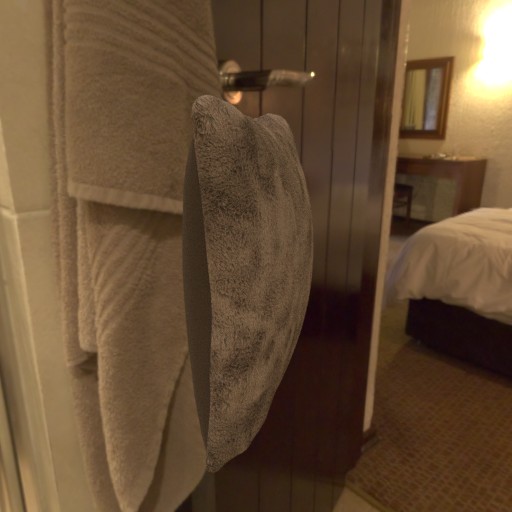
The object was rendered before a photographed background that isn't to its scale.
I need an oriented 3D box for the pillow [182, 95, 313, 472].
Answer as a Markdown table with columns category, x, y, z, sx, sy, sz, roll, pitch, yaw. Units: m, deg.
| category | x | y | z | sx | sy | sz | roll | pitch | yaw |
| --- | --- | --- | --- | --- | --- | --- | --- | --- | --- |
| pillow | 0.000 | 0.000 | 0.801 | 0.204 | 0.520 | 0.522 | 3 | 17 | 10 |
